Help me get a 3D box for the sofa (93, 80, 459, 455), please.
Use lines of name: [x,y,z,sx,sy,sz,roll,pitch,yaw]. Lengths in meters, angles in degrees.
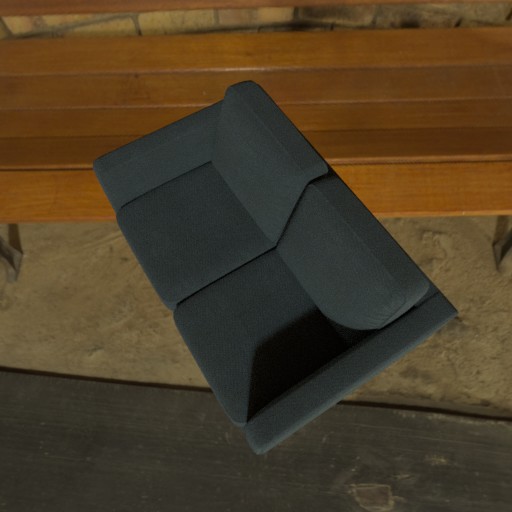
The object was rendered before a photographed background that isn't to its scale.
sofa: [0.000,0.000,2.172,0.999,0.930,1.518,-30,68,-14]
